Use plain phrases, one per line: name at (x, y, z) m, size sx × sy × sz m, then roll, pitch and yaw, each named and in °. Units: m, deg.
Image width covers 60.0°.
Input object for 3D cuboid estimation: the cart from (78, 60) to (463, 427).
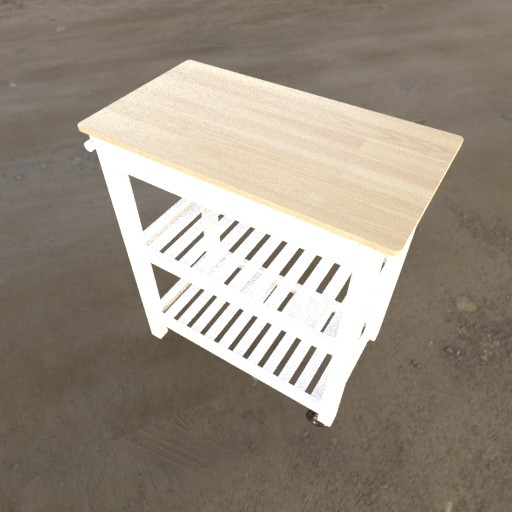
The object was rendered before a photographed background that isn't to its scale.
cart at (0.000, 0.000, 1.432) m, size 0.899 × 0.927 × 0.457 m, roll 24°, pitch 51°, yaw 21°
